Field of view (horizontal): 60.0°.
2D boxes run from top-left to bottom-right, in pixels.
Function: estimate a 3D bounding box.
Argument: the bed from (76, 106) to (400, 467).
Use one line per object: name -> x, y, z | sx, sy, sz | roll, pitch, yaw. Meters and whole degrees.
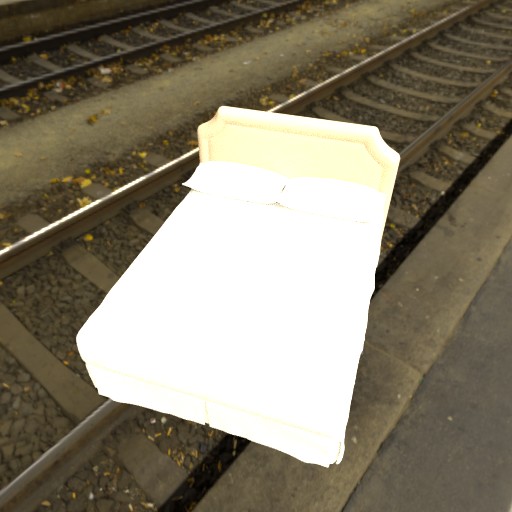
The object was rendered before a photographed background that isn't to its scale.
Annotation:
bed -> 0.000, 0.000, 3.879 | 2.134, 1.524, 2.548 | 12, 43, 14
